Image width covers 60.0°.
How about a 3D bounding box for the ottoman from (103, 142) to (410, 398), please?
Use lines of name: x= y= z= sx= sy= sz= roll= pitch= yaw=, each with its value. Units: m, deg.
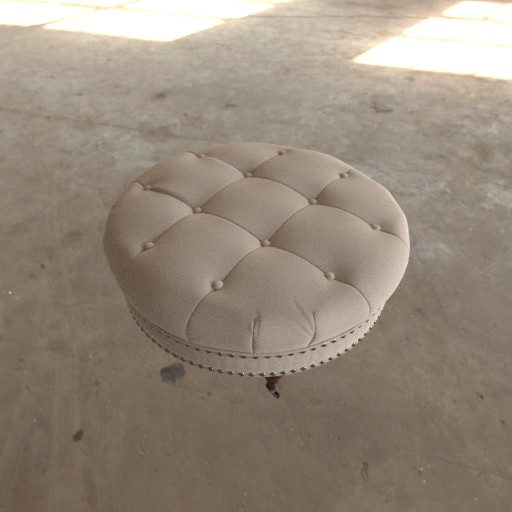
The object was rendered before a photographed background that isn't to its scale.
ottoman: x=0.000 y=0.000 z=1.431 sx=0.901 sy=0.439 sz=0.901 roll=0 pitch=42 yaw=0
